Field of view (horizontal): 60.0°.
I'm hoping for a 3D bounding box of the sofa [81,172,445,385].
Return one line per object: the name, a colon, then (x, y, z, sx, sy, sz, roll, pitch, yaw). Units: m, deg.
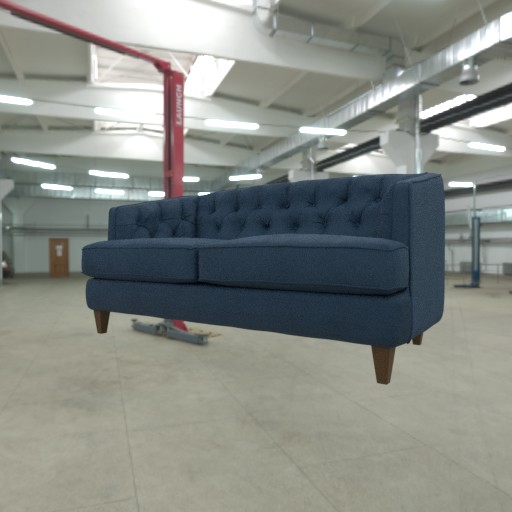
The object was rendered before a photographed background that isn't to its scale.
sofa: (0.000, 0.000, 2.267, 1.733, 0.854, 0.941, 1, 1, 35)
